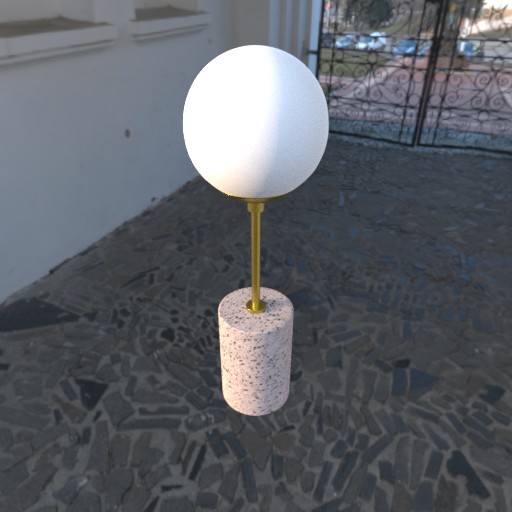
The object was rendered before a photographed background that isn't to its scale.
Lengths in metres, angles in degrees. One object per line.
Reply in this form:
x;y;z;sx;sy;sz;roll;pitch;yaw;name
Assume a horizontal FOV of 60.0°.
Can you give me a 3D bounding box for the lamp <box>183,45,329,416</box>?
0.000;0.000;0.557;0.153;0.480;0.153;0;31;0;lamp
